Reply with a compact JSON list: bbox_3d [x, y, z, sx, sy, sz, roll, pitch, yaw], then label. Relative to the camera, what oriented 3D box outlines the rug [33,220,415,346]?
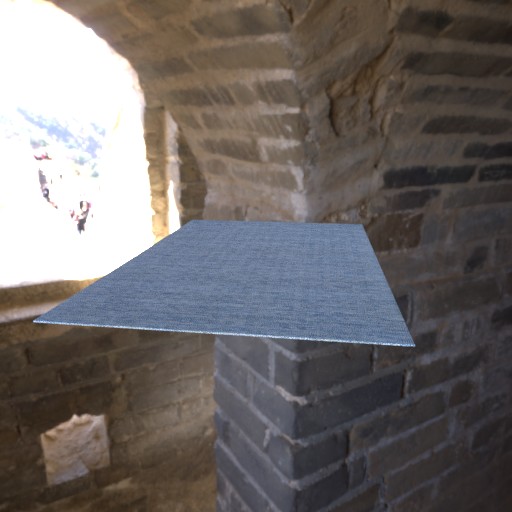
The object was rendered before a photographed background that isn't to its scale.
[{"bbox_3d":[0.000,0.000,2.135,1.142,0.006,1.752,2,15,8],"label":"rug"}]
